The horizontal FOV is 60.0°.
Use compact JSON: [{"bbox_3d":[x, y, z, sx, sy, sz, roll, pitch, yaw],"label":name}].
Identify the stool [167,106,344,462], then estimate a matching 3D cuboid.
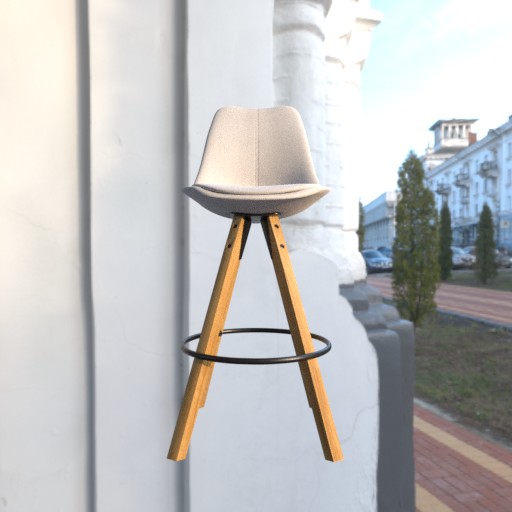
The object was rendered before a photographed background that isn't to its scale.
[{"bbox_3d":[0.000,0.000,1.415,0.484,1.115,0.550,0,1,1],"label":"stool"}]
